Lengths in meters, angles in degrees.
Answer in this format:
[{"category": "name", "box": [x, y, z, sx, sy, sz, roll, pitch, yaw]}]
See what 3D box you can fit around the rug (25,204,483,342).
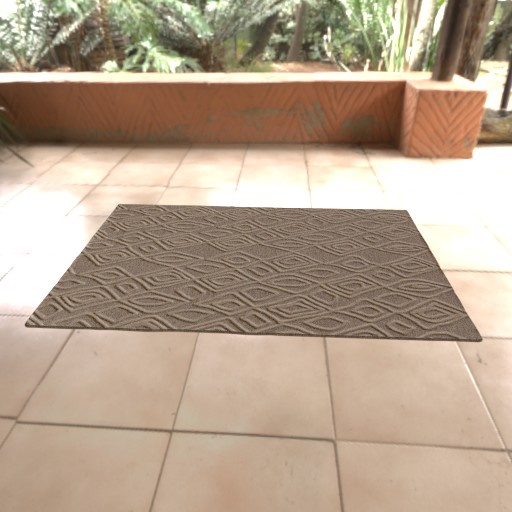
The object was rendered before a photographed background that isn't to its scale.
[{"category": "rug", "box": [0.000, 0.000, 2.283, 1.832, 0.016, 1.224, 1, 30, 2]}]
